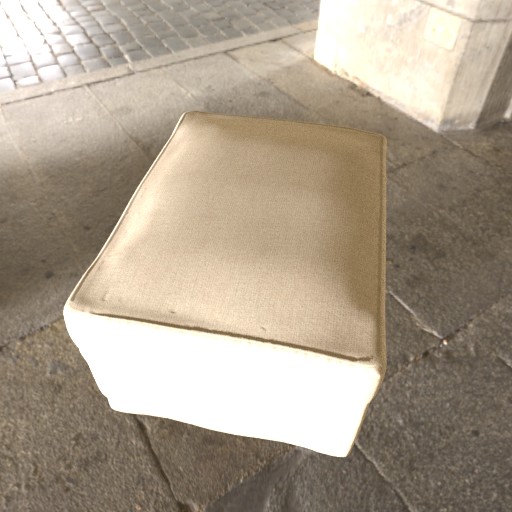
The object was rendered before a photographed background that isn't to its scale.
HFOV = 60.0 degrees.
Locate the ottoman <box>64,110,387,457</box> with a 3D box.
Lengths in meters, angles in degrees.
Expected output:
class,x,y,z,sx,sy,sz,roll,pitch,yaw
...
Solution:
class,x,y,z,sx,sy,sz,roll,pitch,yaw
ottoman,0.000,0.000,1.239,0.650,0.485,0.833,8,47,8
